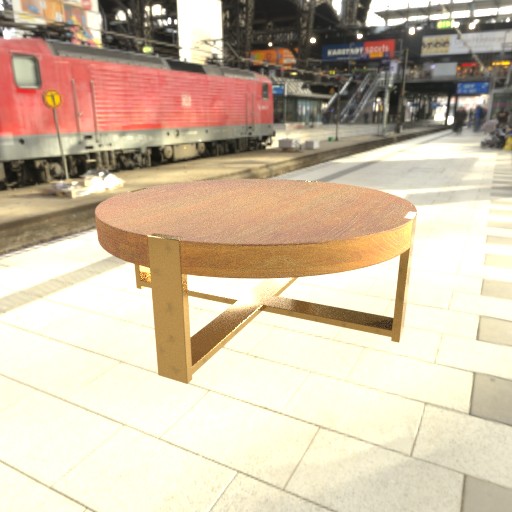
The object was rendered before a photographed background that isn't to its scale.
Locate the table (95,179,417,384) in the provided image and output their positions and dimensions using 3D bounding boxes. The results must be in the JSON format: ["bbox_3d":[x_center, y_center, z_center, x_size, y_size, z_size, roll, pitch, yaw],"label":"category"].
[{"bbox_3d":[0.000,0.000,1.670,1.100,0.420,1.100,0,18,0],"label":"table"}]
